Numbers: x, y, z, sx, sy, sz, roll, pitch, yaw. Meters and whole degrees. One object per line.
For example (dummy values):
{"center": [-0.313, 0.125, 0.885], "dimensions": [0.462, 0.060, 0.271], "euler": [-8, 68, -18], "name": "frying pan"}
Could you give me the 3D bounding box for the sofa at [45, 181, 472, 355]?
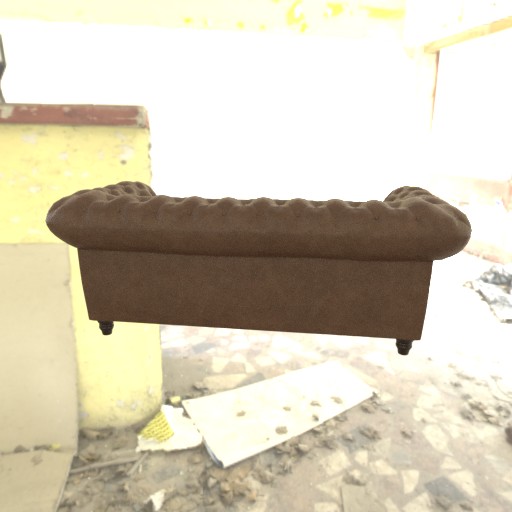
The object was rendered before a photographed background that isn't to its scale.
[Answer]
{"center": [0.000, 0.000, 2.515], "dimensions": [2.048, 0.784, 0.955], "euler": [2, 15, 8], "name": "sofa"}
